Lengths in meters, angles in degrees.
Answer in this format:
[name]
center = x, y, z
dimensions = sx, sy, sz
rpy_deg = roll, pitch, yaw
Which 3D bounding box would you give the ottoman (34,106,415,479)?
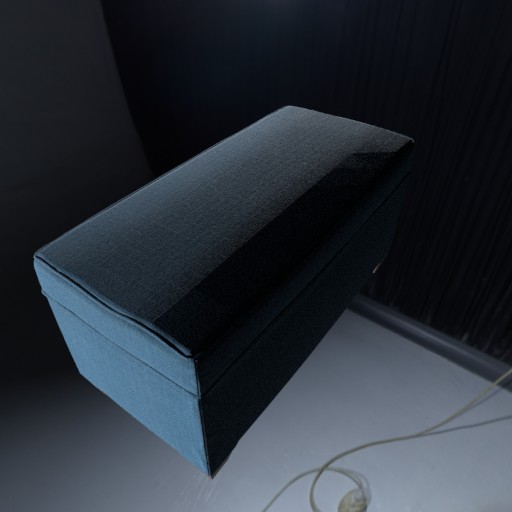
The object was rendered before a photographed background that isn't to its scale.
[ottoman]
center = 0.000, 0.000, 1.185
dimensions = 0.474, 0.474, 0.943
rpy_deg = 25, 47, 27
